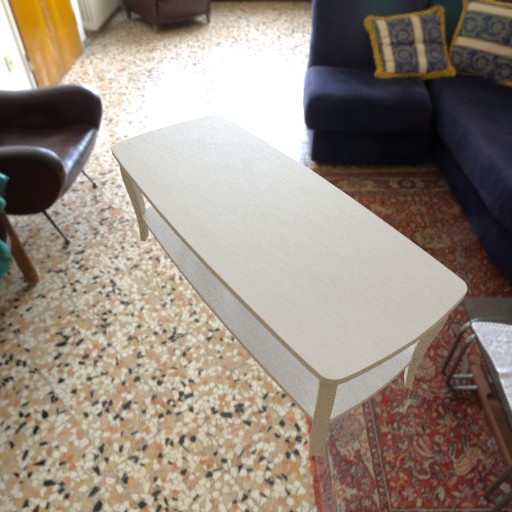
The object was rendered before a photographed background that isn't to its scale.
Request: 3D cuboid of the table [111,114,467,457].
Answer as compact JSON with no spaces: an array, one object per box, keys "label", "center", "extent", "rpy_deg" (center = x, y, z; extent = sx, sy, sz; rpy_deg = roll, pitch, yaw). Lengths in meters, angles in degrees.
[{"label":"table","center":[0.000,0.000,1.620],"extent":[0.561,0.474,1.334],"rpy_deg":[-26,49,-25]}]
